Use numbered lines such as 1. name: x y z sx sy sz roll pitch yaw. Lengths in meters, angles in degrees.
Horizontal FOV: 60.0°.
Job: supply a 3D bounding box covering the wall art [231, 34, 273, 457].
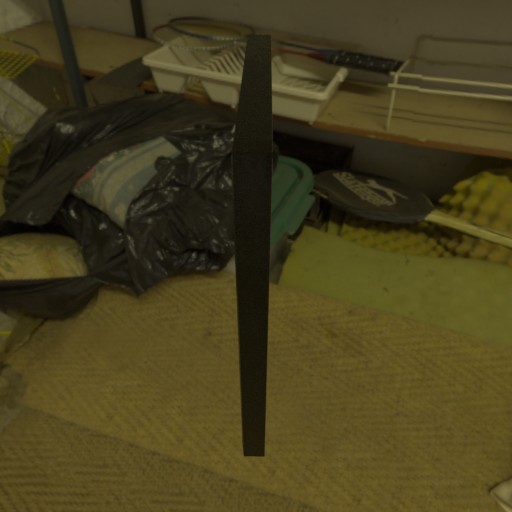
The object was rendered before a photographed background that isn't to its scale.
1. wall art: 0.000 0.000 0.581 0.031 0.457 0.313 1 40 1
